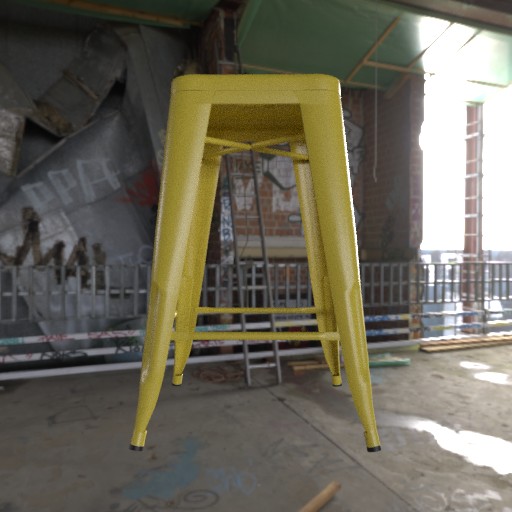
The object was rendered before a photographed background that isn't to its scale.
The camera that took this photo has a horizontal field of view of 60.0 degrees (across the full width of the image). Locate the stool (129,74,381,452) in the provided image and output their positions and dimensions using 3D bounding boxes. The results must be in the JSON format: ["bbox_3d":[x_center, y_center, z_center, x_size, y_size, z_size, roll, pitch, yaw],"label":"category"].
[{"bbox_3d":[0.000,0.000,0.862,0.399,0.609,0.359,0,1,0],"label":"stool"}]
